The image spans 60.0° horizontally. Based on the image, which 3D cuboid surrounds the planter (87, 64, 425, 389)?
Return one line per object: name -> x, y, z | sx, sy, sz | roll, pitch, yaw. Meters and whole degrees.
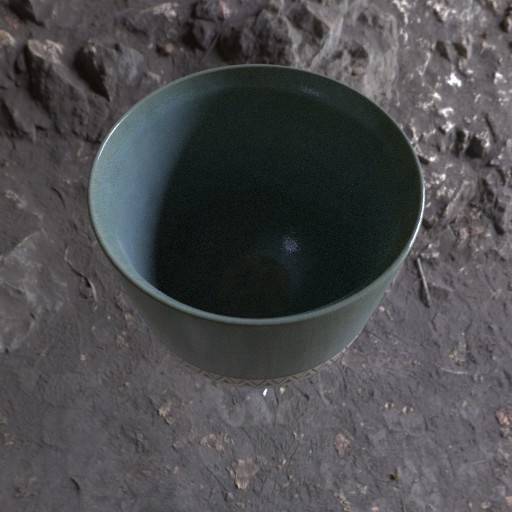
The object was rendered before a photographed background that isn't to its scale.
planter -> 0.000, 0.000, 0.469 | 0.266, 0.270, 0.266 | 0, 59, 0
